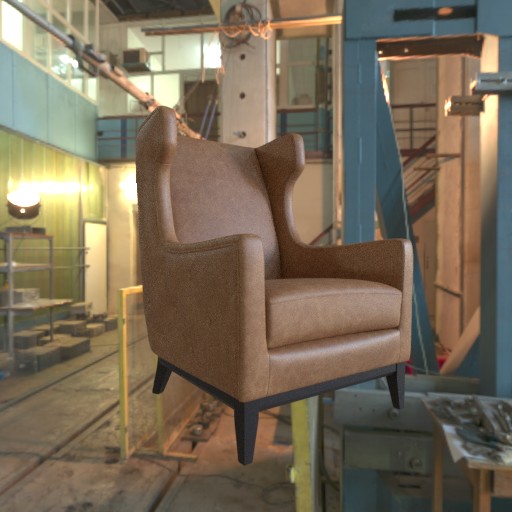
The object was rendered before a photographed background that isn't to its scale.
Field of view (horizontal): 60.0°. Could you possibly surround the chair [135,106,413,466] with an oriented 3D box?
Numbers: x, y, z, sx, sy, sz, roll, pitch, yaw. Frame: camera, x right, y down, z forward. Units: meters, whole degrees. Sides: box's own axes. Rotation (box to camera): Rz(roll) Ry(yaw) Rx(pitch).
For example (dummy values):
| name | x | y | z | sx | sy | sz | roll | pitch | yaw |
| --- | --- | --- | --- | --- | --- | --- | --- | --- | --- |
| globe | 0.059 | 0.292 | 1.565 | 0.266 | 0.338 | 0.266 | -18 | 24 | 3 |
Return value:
| name | x | y | z | sx | sy | sz | roll | pitch | yaw |
| --- | --- | --- | --- | --- | --- | --- | --- | --- | --- |
| chair | 0.000 | 0.000 | 1.684 | 0.766 | 1.079 | 0.899 | -1 | 1 | -37 |
